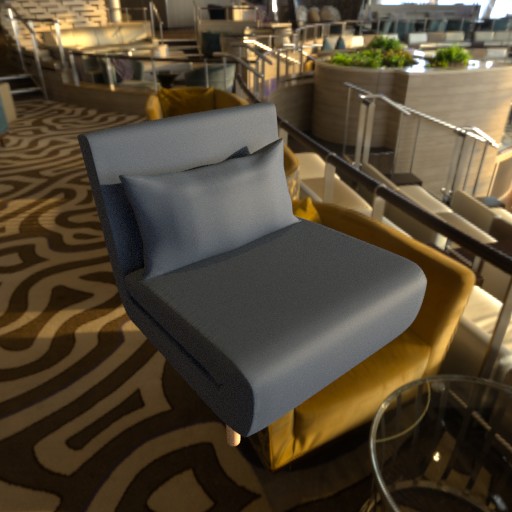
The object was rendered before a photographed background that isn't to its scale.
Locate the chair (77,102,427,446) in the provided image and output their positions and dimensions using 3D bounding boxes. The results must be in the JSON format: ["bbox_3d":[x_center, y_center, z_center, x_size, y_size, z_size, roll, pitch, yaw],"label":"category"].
[{"bbox_3d":[0.000,0.000,1.502,0.770,0.808,0.900,-22,37,-33],"label":"chair"}]
